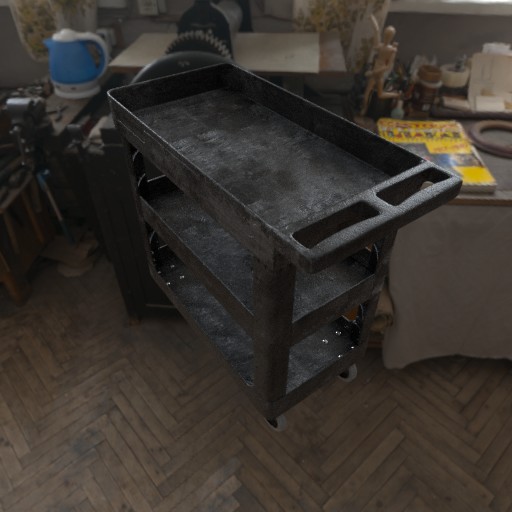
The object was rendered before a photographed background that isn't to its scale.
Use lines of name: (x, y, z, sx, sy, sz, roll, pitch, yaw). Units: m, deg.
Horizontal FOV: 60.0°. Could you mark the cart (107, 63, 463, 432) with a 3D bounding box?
cart: (0.000, 0.000, 1.339, 0.420, 0.824, 0.877, -26, 48, -26)
